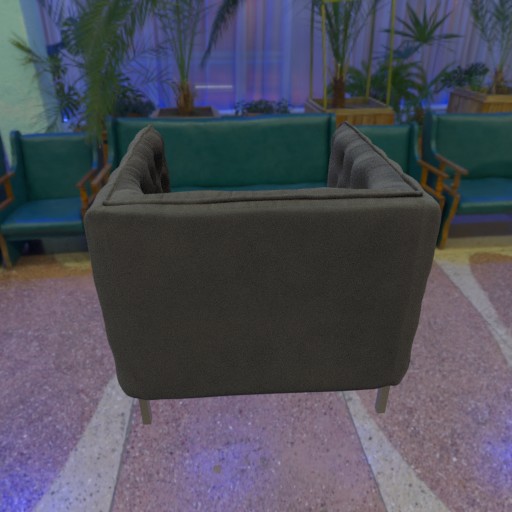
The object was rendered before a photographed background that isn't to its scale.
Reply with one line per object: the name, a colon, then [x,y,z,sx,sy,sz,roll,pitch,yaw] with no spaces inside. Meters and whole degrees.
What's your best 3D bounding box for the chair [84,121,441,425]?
chair: [0.000,0.000,1.654,0.946,0.807,0.913,-2,29,-3]
